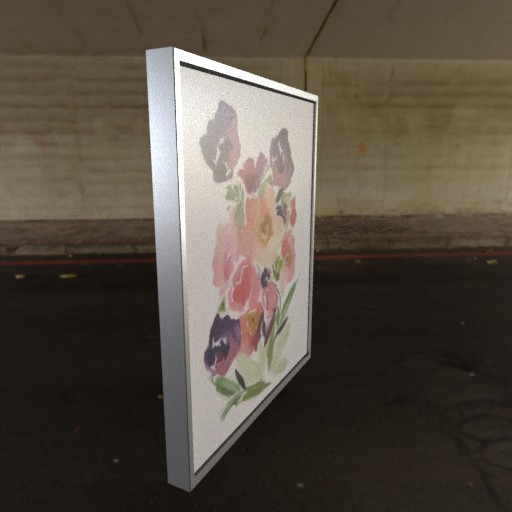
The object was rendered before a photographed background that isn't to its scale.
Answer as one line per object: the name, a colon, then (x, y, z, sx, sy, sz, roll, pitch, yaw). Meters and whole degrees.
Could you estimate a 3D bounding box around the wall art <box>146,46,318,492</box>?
wall art: (0.000, 0.000, 0.733, 0.038, 0.549, 0.452, 7, 14, 27)
